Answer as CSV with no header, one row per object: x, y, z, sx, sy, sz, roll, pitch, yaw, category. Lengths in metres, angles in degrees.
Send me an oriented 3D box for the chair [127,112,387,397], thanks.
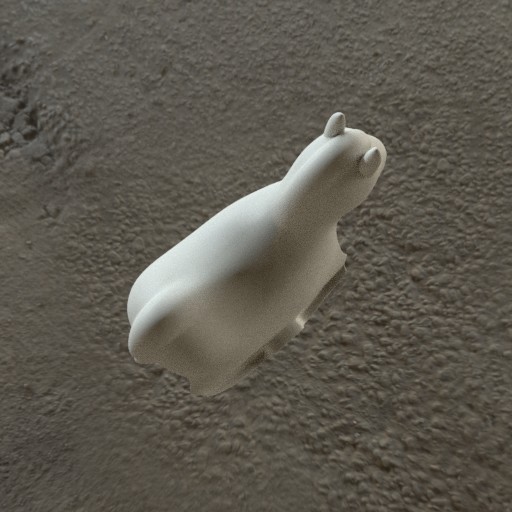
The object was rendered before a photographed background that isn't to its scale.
0.000,0.000,1.126,0.800,0.612,0.429,-40,79,-9,chair
